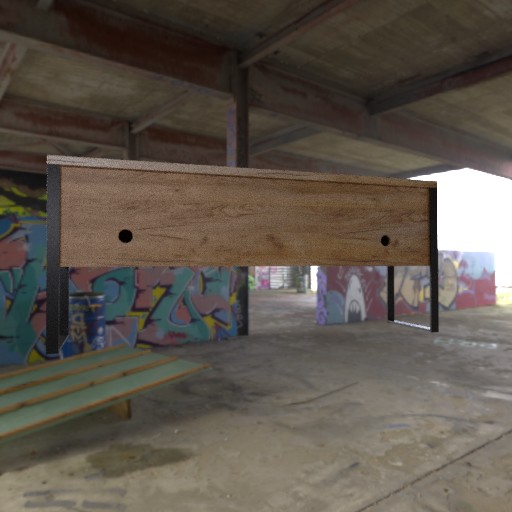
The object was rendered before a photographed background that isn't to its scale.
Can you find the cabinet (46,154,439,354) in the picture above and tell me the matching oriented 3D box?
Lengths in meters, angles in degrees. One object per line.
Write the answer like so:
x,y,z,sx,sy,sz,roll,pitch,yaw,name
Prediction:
0.000,0.000,2.150,1.800,0.762,0.395,0,-1,-17,cabinet
